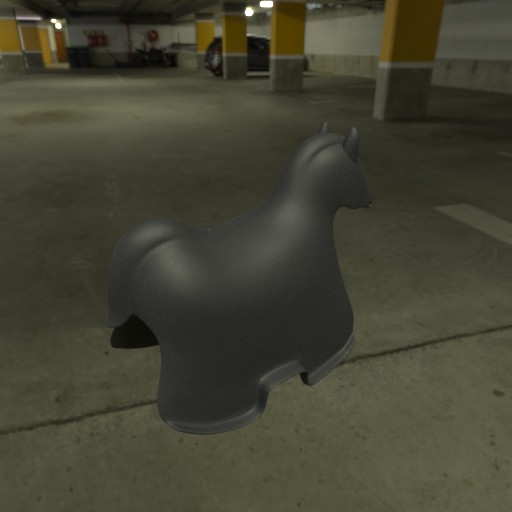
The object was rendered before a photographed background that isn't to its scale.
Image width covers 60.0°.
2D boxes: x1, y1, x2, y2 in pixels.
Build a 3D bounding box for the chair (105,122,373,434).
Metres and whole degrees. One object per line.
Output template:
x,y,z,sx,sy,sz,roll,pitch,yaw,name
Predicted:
0.000,0.000,1.144,0.800,0.612,0.429,-17,30,-32,chair
